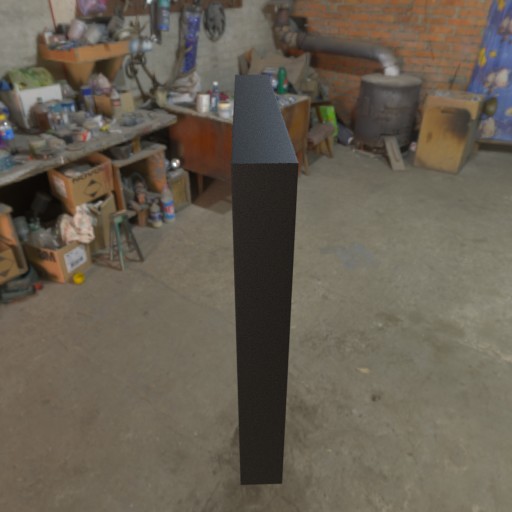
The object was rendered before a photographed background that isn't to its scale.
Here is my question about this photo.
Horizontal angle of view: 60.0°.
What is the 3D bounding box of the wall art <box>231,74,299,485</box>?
[{"bbox_3d":[0.000,0.000,0.457,0.038,0.304,0.305,-1,31,-2],"label":"wall art"}]
